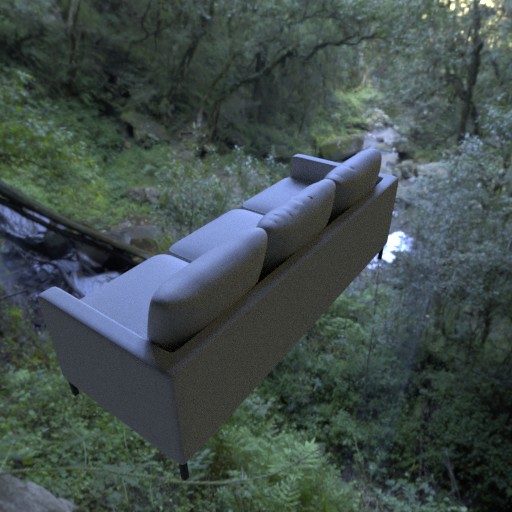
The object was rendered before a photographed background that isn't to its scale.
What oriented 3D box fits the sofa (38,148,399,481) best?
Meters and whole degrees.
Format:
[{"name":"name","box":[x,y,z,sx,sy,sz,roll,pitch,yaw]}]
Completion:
[{"name":"sofa","box":[0.000,0.000,2.627,0.859,0.874,2.218,21,38,29]}]
